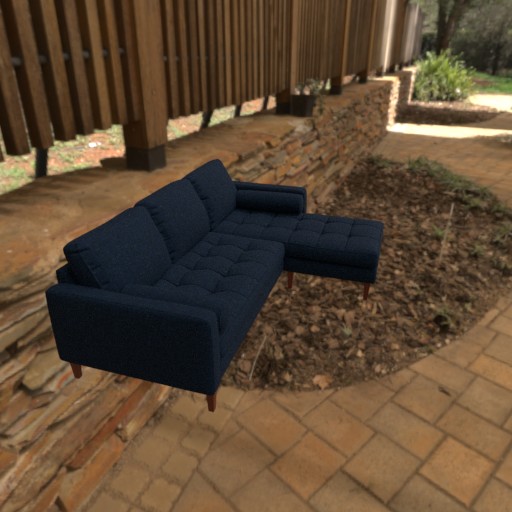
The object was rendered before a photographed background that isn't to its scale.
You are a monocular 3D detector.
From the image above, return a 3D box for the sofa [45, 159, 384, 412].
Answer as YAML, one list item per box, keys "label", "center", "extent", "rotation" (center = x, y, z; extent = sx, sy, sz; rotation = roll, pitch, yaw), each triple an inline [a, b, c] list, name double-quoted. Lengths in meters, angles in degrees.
- label: "sofa"
  center: [0.000, 0.000, 3.043]
  extent: [1.613, 0.841, 2.185]
  rotation: [8, 27, 16]
